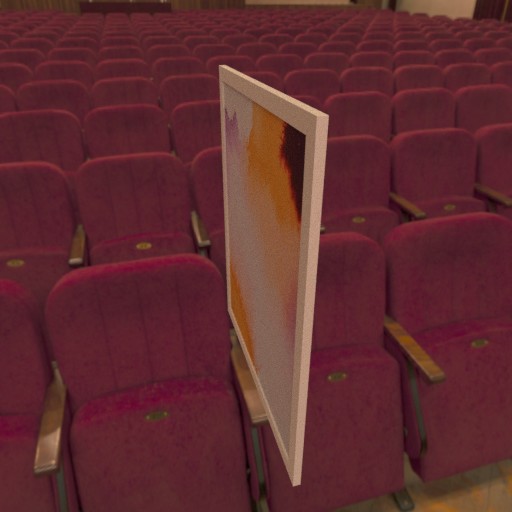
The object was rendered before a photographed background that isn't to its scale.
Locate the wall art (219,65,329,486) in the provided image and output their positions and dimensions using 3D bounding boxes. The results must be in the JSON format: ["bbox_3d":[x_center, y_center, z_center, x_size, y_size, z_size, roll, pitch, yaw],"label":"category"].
[{"bbox_3d":[0.000,0.000,0.756,0.012,0.557,0.482,-7,30,-13],"label":"wall art"}]
